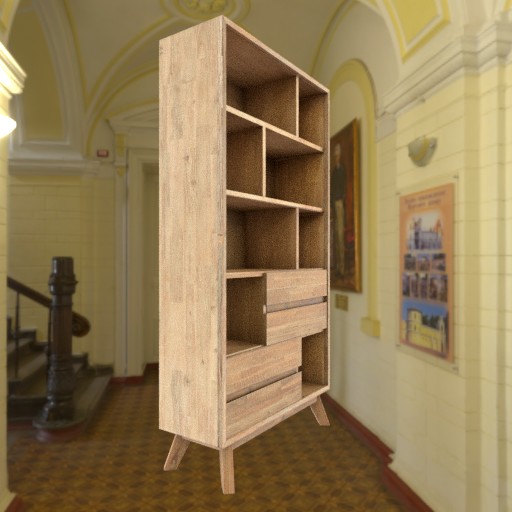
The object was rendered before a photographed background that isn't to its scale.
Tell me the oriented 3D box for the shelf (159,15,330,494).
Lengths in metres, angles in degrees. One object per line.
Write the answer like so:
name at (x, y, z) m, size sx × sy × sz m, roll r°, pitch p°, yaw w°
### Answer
shelf at (0.000, 0.000, 1.735) m, size 0.308 × 1.471 × 0.748 m, roll 0°, pitch 0°, yaw 35°
